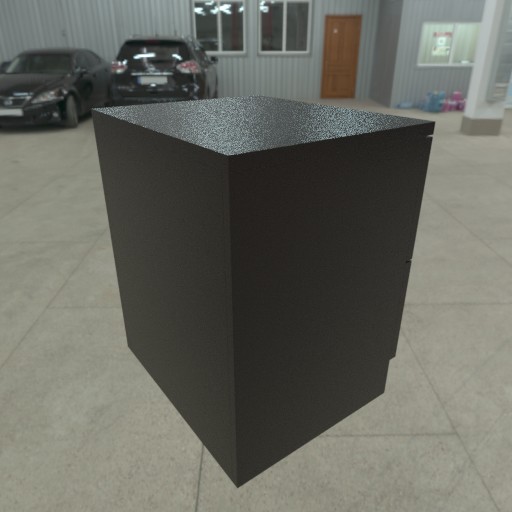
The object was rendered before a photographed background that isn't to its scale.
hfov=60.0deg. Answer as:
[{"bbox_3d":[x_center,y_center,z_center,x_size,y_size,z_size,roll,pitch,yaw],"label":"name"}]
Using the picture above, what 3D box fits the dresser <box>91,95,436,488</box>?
[{"bbox_3d":[0.000,0.000,0.762,0.360,0.470,0.400,-18,31,-32],"label":"dresser"}]
